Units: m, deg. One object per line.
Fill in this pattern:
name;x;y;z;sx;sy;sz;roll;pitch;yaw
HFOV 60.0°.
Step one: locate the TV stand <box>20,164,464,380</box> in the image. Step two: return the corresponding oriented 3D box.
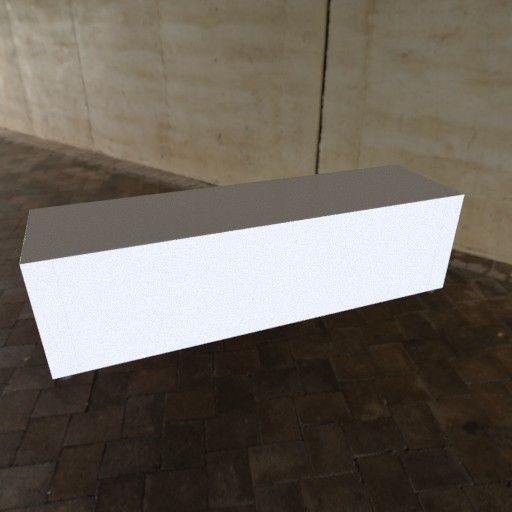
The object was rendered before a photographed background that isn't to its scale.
TV stand;0.000;0.000;1.686;1.500;0.440;0.410;-10;30;-18
